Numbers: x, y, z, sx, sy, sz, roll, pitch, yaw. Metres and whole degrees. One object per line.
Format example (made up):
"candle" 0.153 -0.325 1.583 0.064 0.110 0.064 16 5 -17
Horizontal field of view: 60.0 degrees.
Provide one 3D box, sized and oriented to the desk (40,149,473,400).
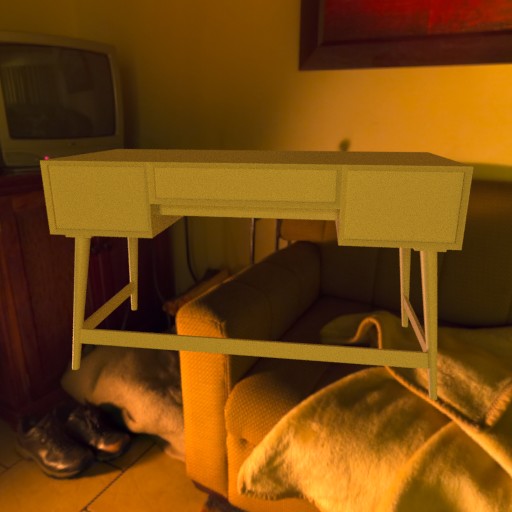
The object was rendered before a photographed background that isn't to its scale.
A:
"desk" 0.000 0.000 1.720 1.313 0.762 0.589 2 17 8
